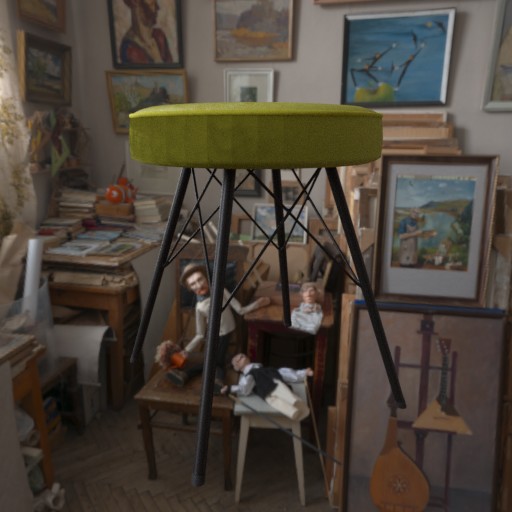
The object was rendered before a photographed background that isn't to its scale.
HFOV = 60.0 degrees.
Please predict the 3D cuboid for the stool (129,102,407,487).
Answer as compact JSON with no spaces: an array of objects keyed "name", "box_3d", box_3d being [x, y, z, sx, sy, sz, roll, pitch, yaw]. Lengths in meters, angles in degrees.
[{"name":"stool","box_3d":[0.000,0.000,0.796,0.409,0.508,0.409,-8,18,-26]}]
